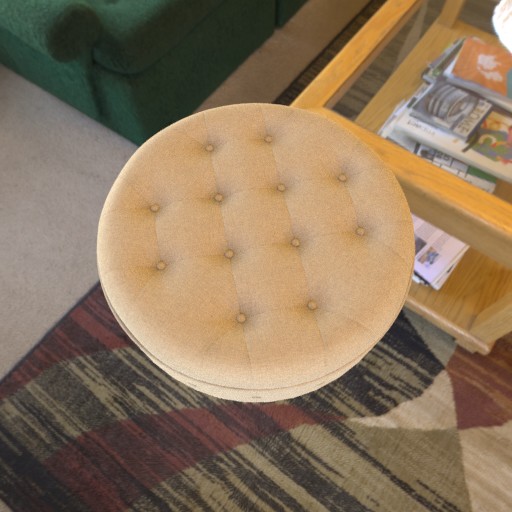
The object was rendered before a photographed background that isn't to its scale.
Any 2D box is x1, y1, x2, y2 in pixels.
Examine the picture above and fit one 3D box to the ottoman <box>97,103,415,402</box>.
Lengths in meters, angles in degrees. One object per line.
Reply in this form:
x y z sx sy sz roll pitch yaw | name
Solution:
0.000 0.000 1.342 0.849 0.478 0.849 0 64 0 | ottoman
